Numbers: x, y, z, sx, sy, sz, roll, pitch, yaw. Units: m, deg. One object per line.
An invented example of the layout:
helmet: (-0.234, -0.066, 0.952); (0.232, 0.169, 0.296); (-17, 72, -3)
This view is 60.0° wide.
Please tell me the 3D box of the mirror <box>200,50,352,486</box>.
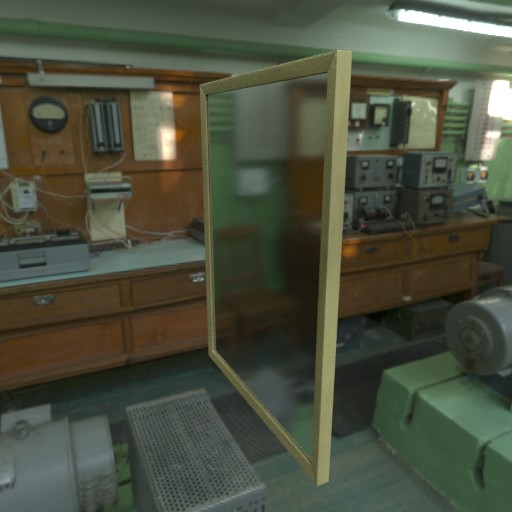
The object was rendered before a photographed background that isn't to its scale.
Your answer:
mirror: (0.000, 0.000, 1.319); (0.040, 1.016, 0.762); (-8, 18, -26)
